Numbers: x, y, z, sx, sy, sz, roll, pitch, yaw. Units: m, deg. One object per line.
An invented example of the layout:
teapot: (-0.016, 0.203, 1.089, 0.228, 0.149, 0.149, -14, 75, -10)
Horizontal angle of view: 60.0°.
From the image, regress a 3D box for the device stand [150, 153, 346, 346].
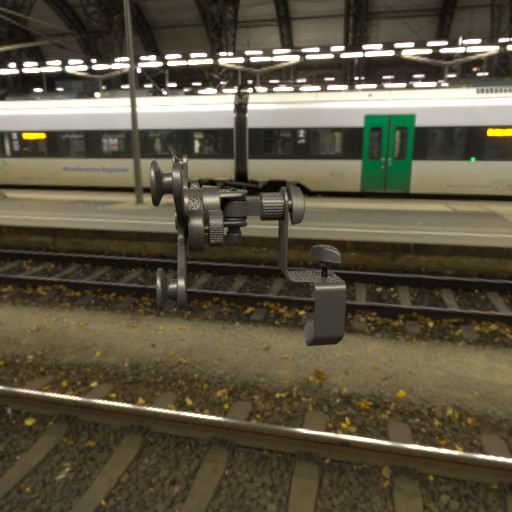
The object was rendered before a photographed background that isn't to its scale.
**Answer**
device stand: (0.000, 0.000, 0.374, 0.142, 0.166, 0.270, -2, 14, -8)
